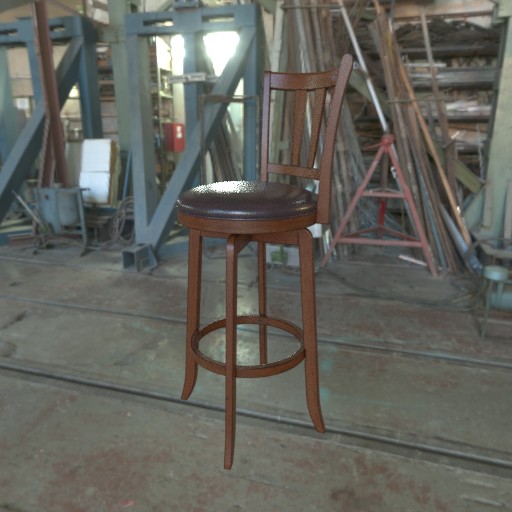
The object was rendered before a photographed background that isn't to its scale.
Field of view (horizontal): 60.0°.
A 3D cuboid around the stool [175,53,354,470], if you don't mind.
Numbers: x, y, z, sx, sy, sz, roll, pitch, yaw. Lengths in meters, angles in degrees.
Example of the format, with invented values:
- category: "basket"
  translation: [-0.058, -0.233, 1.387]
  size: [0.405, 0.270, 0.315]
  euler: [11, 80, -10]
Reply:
- category: "stool"
  translation: [0.000, 0.000, 1.442]
  size: [0.503, 1.177, 0.464]
  euler: [-9, 18, -27]
